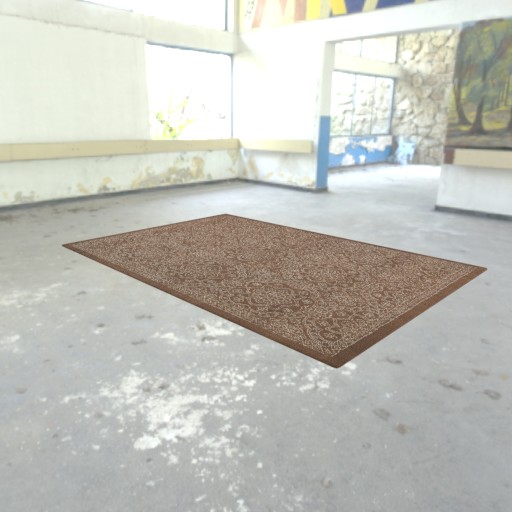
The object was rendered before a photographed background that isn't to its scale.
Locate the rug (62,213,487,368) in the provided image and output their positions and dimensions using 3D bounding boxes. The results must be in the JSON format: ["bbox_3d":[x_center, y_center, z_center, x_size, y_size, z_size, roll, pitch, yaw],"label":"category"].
[{"bbox_3d":[0.000,0.000,2.257,1.829,0.010,1.219,16,23,42],"label":"rug"}]
